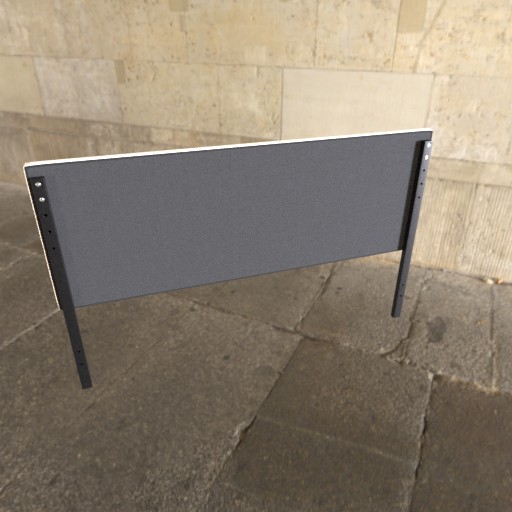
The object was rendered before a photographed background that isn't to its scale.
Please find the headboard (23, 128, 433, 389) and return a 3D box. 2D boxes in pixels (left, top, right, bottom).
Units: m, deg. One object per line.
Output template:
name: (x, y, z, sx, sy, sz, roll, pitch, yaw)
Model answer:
headboard: (0.000, 0.000, 2.785, 2.362, 1.410, 0.120, -9, 30, -17)
